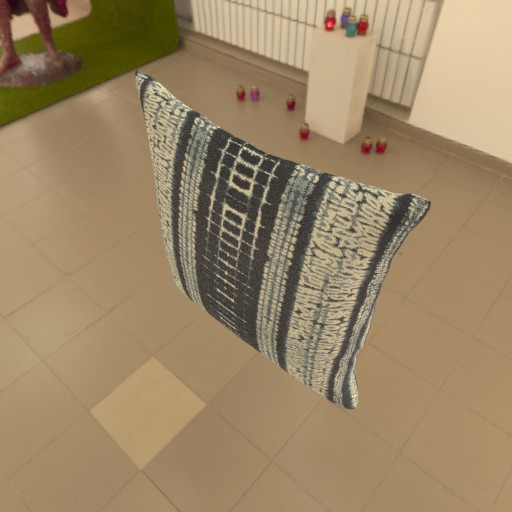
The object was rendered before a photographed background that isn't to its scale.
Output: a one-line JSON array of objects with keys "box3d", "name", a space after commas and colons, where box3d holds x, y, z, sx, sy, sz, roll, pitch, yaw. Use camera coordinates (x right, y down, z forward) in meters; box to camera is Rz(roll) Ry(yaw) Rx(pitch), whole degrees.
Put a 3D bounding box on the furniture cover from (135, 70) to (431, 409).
[{"box3d": [0.000, 0.000, 0.656, 0.425, 0.435, 0.133, 32, 55, 26], "name": "furniture cover"}]
